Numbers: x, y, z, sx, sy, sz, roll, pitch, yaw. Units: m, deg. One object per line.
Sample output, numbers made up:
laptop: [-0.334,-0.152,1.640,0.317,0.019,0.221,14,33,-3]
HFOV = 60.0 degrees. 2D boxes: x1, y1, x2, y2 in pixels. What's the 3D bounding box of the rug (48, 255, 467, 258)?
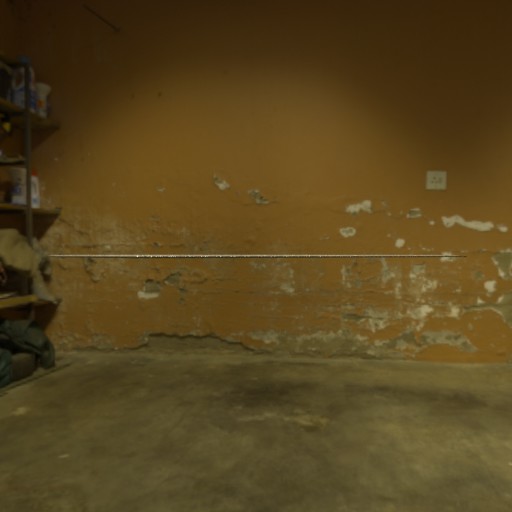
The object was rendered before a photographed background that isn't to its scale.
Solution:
rug: [0.000,0.000,2.886,2.214,0.013,1.609,0,0,-35]
